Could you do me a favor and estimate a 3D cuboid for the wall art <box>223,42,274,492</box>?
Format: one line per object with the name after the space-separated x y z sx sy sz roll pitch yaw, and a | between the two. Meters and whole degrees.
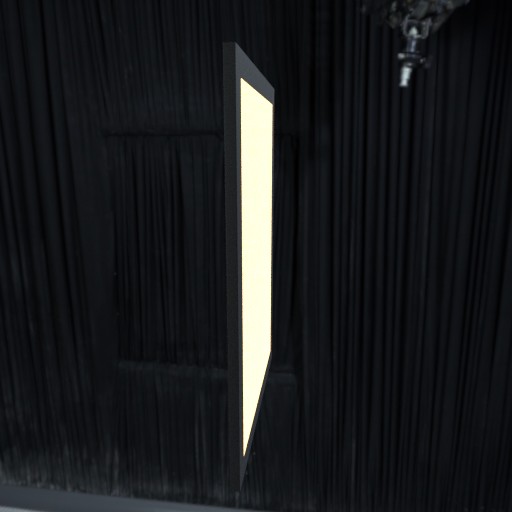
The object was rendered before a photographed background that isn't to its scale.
0.000 0.000 0.593 0.011 0.459 0.326 2 14 8 | wall art
